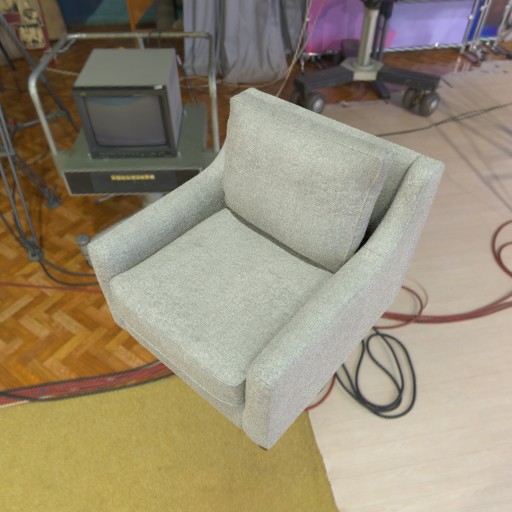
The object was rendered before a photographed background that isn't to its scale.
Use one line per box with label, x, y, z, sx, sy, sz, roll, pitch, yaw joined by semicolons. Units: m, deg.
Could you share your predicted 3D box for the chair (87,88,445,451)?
chair;0.000;0.000;1.597;0.838;0.864;0.918;32;54;27
